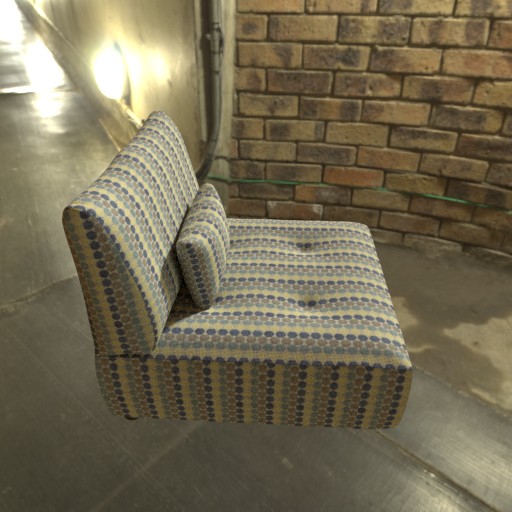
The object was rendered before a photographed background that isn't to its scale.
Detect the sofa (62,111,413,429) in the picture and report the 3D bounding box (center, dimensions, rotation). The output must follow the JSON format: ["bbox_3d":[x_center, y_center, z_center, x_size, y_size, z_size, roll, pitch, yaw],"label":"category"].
[{"bbox_3d":[0.000,0.000,1.669,1.000,0.830,0.930,2,33,3],"label":"sofa"}]
